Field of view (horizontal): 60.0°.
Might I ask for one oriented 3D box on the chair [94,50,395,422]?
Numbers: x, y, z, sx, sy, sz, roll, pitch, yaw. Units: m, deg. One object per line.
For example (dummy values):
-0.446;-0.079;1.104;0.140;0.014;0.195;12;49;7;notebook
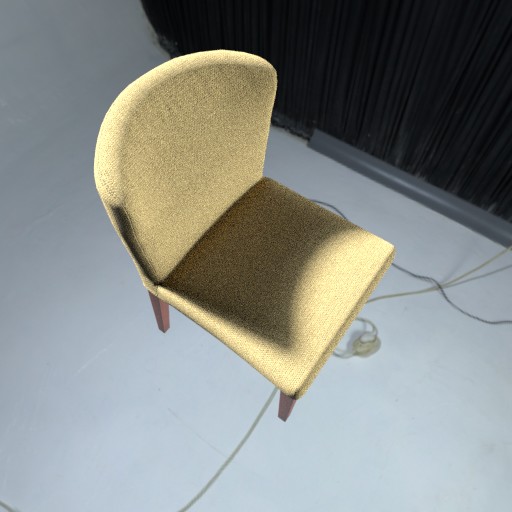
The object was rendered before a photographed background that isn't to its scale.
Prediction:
0.000;0.000;1.156;0.589;0.839;0.491;32;64;18;chair
